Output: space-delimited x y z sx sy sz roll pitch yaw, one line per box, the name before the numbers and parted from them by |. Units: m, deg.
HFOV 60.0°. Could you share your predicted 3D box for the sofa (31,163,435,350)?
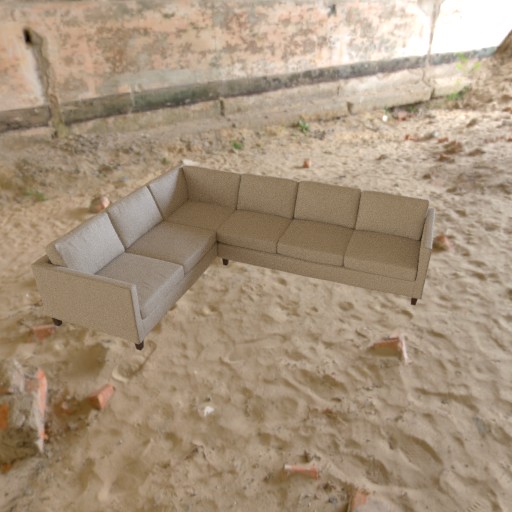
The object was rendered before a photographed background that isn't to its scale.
sofa | 0.000 0.000 4.351 3.182 0.863 2.432 11 33 18
